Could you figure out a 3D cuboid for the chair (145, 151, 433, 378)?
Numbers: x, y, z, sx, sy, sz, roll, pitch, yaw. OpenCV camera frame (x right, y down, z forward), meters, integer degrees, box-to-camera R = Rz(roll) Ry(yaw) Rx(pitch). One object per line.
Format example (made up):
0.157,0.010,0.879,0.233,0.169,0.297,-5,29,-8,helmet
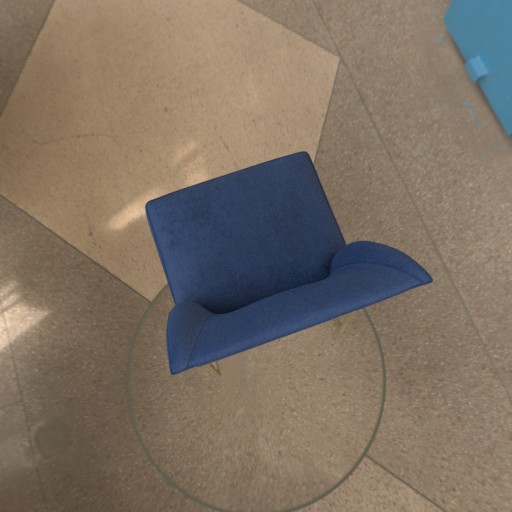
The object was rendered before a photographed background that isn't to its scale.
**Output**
0.000,0.000,1.203,0.508,0.863,0.522,-19,76,-5,chair
